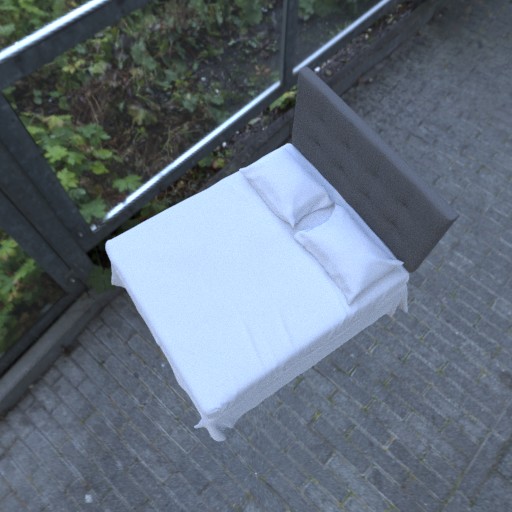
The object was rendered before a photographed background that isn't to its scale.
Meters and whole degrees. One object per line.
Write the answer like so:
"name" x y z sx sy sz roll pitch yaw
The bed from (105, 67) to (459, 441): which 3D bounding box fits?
"bed" 0.000 0.000 3.554 2.222 1.577 1.936 -31 68 -14
